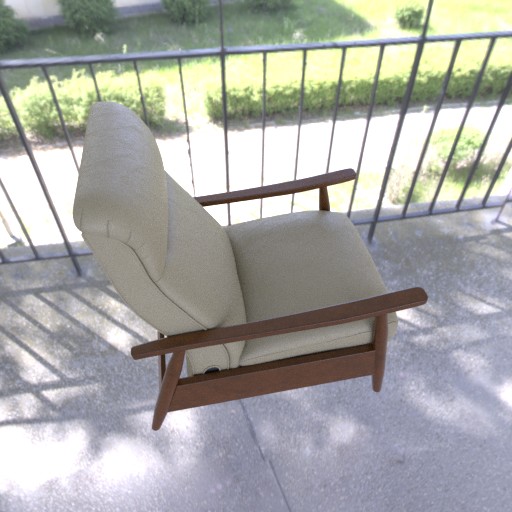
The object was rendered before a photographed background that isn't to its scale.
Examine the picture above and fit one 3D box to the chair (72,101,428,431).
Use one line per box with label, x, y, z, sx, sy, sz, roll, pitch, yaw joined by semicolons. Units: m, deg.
chair;0.000;0.000;1.699;1.014;1.082;0.762;-7;46;-7
